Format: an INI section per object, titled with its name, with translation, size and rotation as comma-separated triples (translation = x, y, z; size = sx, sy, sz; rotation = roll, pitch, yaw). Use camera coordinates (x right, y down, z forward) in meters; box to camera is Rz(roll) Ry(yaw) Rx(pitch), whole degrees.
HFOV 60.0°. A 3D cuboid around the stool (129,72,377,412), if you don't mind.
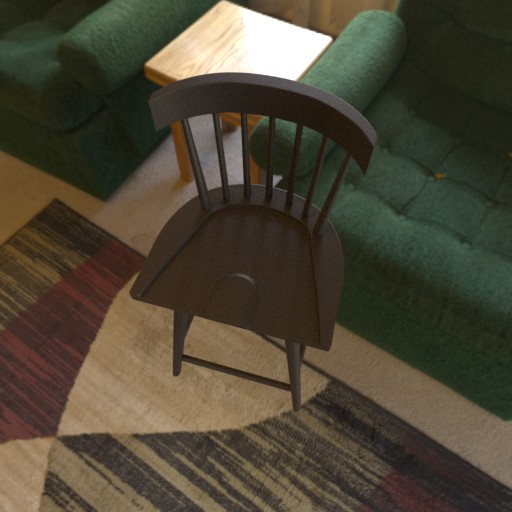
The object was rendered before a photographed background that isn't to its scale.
[stool]
translation = 0.000, 0.000, 1.255
size = 0.494, 0.953, 0.549
rotation = 14, 60, 8
